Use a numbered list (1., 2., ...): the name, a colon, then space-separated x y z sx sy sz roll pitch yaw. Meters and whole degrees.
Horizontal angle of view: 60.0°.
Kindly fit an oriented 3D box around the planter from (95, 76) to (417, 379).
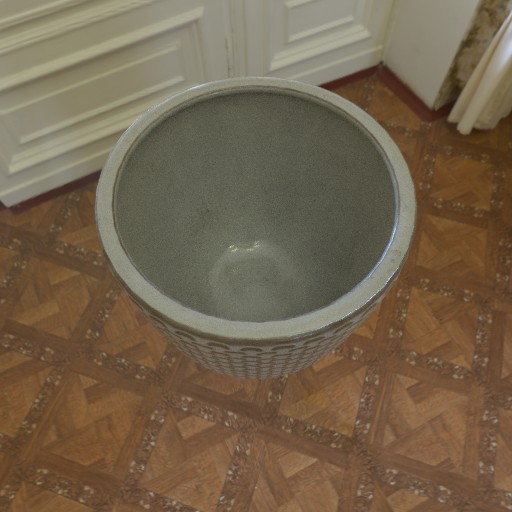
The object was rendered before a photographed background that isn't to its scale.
1. planter: 0.000 0.000 0.247 0.139 0.130 0.139 0 62 0
